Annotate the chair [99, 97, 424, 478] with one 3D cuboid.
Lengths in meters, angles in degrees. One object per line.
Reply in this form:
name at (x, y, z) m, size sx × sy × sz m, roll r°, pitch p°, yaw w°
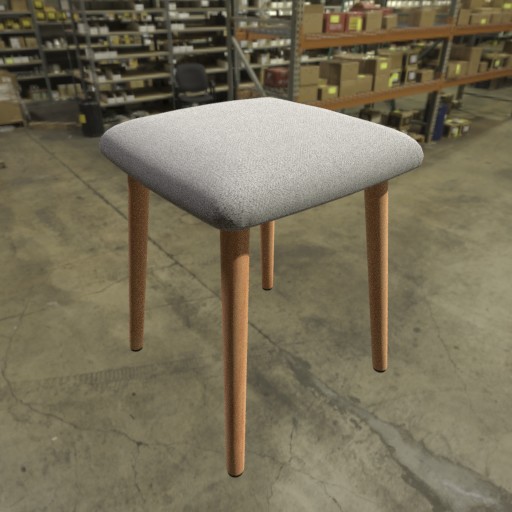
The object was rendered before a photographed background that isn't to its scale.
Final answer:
chair at (0.000, 0.000, 0.709) m, size 0.350 × 0.440 × 0.350 m, roll -22°, pitch 37°, yaw -32°
